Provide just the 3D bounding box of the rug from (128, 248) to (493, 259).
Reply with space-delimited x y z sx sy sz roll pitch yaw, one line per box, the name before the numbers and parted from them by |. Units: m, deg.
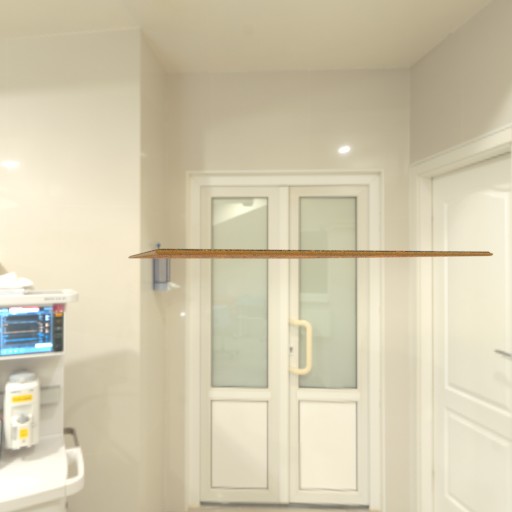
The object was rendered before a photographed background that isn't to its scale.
rug | 0.000 0.000 1.066 0.557 0.008 0.863 0 -1 -18
